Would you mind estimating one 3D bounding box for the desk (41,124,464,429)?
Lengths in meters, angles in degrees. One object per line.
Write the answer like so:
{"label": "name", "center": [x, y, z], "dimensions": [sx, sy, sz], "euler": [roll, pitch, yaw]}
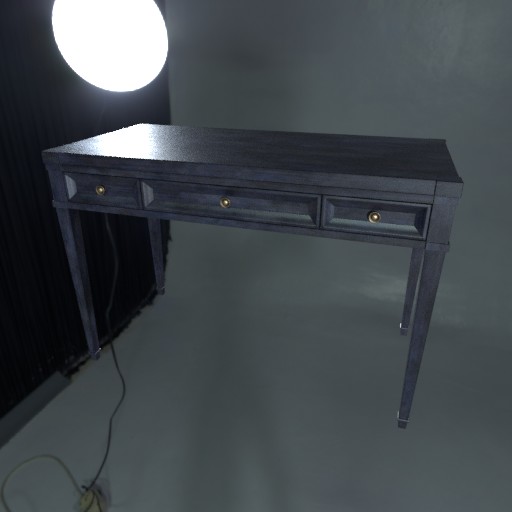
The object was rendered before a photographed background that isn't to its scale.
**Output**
{"label": "desk", "center": [0.000, 0.000, 1.739], "dimensions": [1.289, 0.861, 0.630], "euler": [7, 26, 16]}
